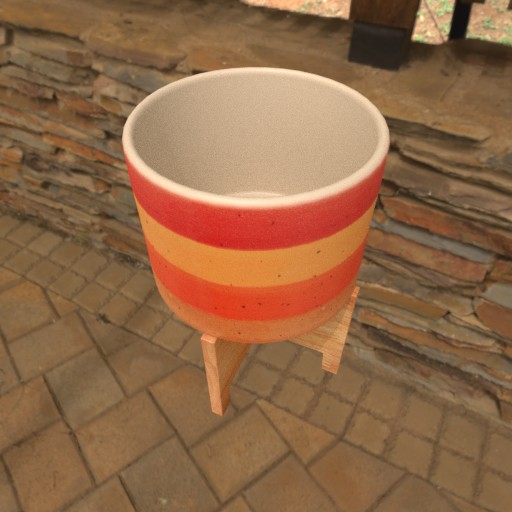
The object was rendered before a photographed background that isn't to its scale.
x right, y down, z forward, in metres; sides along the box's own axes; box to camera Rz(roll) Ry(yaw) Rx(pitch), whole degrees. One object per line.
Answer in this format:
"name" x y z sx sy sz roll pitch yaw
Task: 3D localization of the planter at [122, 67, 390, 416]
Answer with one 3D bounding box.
"planter" 0.000 0.000 0.567 0.269 0.379 0.269 0 46 0
